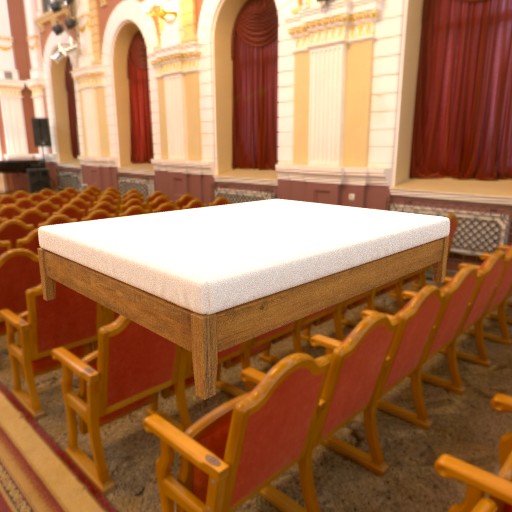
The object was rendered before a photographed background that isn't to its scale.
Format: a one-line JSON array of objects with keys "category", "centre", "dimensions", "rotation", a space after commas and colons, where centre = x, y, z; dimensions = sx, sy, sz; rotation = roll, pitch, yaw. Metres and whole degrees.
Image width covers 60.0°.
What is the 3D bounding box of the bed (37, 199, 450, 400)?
[{"category": "bed", "centre": [0.000, 0.000, 2.715], "dimensions": [2.016, 0.431, 1.536], "rotation": [-13, 19, -43]}]
